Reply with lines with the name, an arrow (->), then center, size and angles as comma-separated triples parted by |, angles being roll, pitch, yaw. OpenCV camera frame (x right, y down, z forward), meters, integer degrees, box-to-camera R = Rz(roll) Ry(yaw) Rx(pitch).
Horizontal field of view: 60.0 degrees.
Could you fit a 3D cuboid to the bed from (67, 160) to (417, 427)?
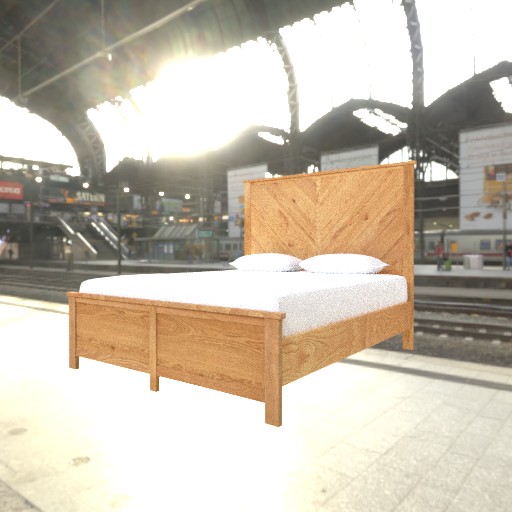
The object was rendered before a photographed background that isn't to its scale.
bed -> 0.000, 0.000, 3.657 | 1.936, 1.686, 2.201 | 1, 1, 36
